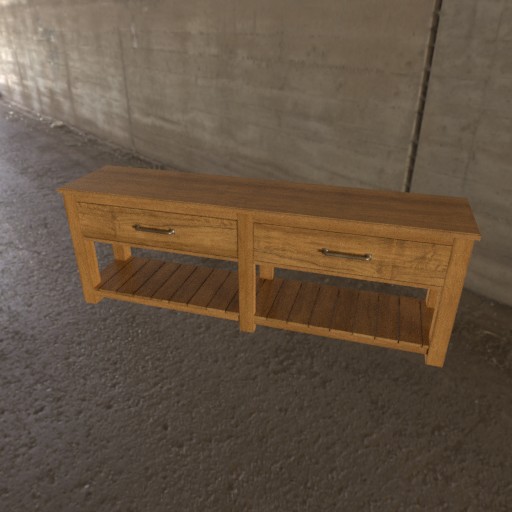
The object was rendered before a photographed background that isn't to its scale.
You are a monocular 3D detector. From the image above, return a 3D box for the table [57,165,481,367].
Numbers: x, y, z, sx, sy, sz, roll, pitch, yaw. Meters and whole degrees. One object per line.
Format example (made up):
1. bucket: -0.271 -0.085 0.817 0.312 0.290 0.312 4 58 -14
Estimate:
1. table: 0.000 0.000 2.143 1.815 0.635 0.425 8 29 15
